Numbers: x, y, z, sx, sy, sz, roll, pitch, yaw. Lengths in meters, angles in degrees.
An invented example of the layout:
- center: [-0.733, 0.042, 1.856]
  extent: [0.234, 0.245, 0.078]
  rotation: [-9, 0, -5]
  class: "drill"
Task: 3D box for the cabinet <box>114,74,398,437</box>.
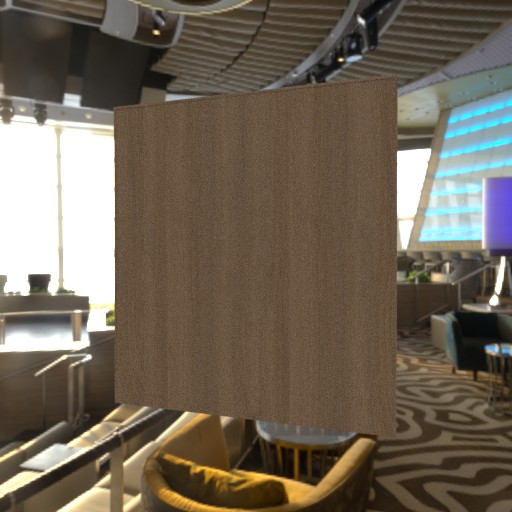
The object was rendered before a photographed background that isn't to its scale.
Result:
- center: [0.000, 0.000, 3.089]
  extent: [1.870, 2.060, 0.620]
  rotation: [0, 1, 18]
  class: "cabinet"
